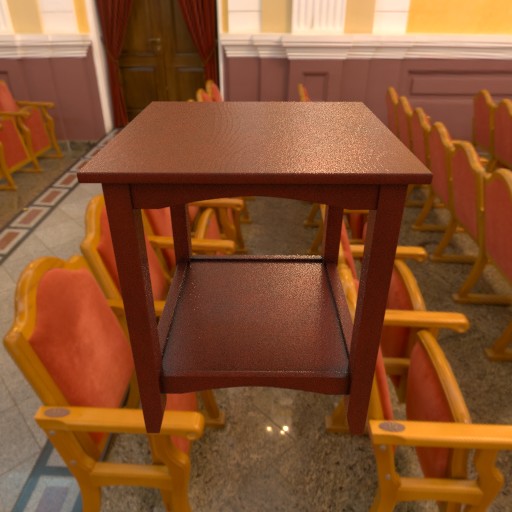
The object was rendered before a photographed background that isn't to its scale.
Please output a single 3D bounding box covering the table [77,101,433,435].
[{"bbox_3d":[0.000,0.000,0.976,0.522,0.558,0.523,2,30,3],"label":"table"}]
